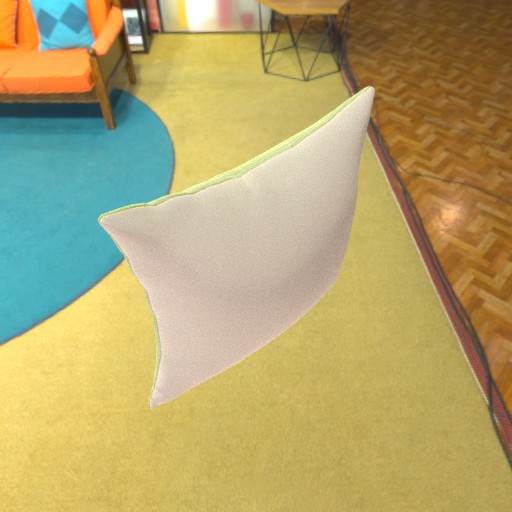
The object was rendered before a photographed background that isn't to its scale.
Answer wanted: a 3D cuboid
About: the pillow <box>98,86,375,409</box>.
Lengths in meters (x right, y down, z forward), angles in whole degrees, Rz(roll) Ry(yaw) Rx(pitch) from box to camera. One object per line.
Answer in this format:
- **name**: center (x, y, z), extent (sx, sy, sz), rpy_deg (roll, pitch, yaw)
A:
- **pillow**: center (0.000, 0.000, 0.825), extent (0.560, 0.487, 0.229), rpy_deg (-33, 55, -28)
